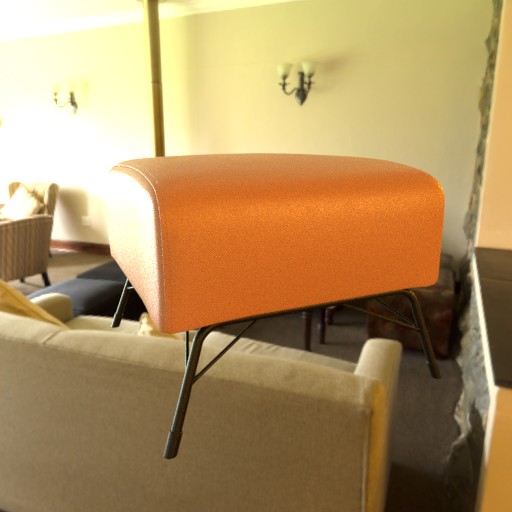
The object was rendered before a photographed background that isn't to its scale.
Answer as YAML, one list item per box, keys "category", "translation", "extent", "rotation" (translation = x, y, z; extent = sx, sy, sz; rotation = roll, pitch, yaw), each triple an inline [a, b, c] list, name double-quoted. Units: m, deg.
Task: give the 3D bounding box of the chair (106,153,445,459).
- category: "chair"
  translation: [0.000, 0.000, 0.907]
  extent: [0.530, 0.410, 0.530]
  rotation: [-6, 15, -25]
